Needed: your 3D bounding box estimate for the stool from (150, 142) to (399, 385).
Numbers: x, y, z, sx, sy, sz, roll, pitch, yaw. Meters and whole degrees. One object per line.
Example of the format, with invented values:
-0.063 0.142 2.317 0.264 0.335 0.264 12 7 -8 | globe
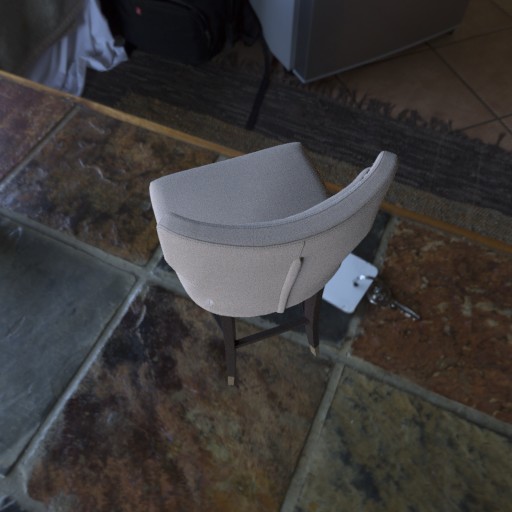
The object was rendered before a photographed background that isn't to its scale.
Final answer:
0.000 0.000 1.404 0.526 1.092 0.563 -17 62 -9 | stool
